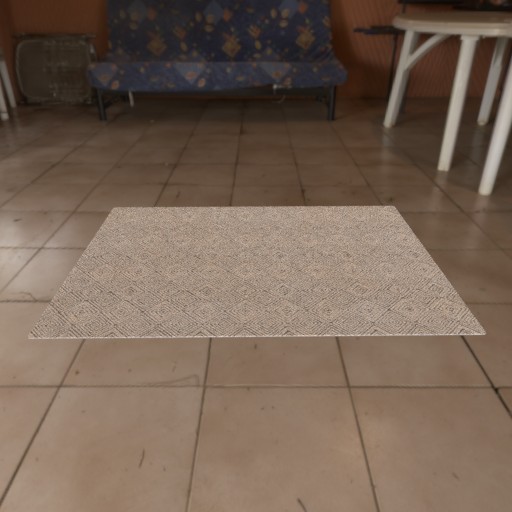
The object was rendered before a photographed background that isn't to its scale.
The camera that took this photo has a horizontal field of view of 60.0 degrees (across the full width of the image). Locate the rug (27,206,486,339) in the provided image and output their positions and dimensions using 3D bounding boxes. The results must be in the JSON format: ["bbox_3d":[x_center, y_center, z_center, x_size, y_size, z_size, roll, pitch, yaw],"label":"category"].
[{"bbox_3d":[0.000,0.000,2.849,2.238,0.008,1.593,0,29,-1],"label":"rug"}]
